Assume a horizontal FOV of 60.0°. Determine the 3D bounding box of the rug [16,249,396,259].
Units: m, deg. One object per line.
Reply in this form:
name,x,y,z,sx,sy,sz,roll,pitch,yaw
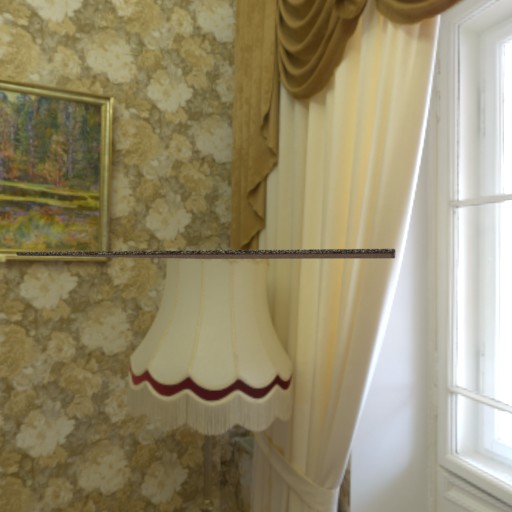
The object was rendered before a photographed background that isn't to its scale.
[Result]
rug,0.000,0.000,4.003,2.401,0.025,3.000,0,-1,17
